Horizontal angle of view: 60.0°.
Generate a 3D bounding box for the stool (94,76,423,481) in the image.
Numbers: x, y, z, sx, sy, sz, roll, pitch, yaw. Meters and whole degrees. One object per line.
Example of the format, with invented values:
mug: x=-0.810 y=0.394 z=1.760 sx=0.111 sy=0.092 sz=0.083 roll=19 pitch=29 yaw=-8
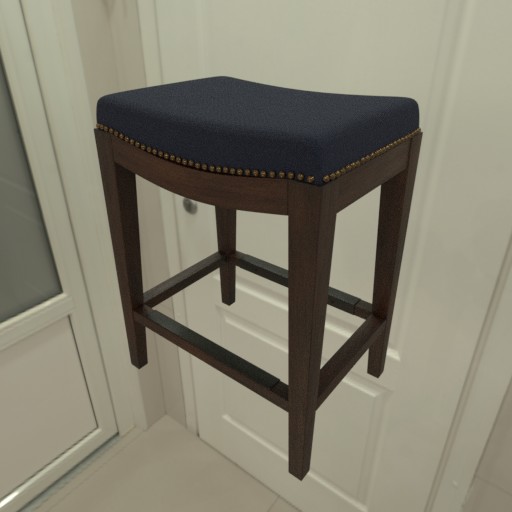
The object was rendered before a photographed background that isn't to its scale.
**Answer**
stool: x=0.000 y=0.000 z=0.926 sx=0.500 sy=0.642 sz=0.361 roll=21 pitch=36 yaw=33
